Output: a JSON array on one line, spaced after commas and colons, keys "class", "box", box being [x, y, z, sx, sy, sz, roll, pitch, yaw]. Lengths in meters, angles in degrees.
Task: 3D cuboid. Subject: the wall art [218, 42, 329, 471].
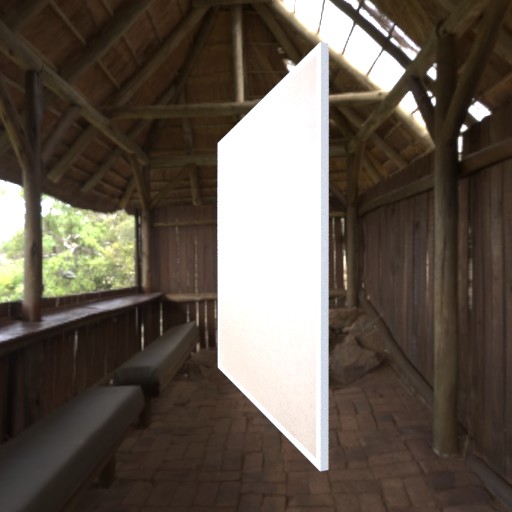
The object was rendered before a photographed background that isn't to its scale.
[{"class": "wall art", "box": [0.000, 0.000, 0.841, 0.012, 0.557, 0.557, 0, 0, -19]}]
